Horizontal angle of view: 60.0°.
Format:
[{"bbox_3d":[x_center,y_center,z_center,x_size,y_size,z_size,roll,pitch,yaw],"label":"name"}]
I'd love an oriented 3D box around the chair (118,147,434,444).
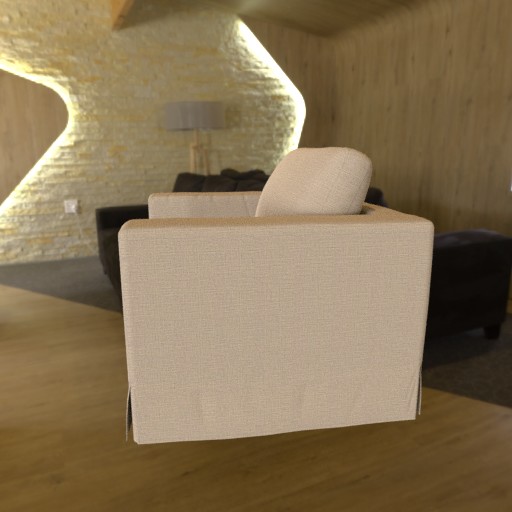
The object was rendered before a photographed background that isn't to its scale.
[{"bbox_3d":[0.000,0.000,1.839,0.957,0.878,1.150,-2,13,-8],"label":"chair"}]
